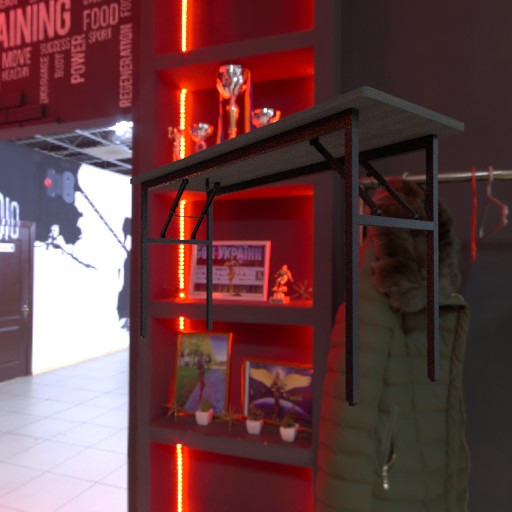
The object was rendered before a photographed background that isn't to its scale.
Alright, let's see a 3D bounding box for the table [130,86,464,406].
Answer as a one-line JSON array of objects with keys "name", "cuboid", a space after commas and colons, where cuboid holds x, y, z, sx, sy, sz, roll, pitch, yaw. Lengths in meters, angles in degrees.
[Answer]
[{"name": "table", "cuboid": [0.000, 0.000, 1.689, 0.449, 0.750, 1.399, 1, -1, -38]}]
